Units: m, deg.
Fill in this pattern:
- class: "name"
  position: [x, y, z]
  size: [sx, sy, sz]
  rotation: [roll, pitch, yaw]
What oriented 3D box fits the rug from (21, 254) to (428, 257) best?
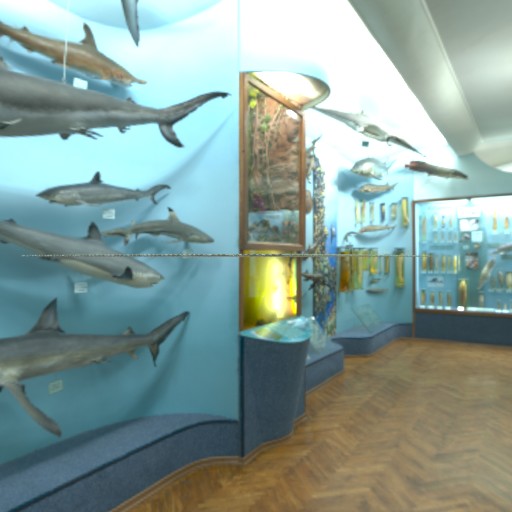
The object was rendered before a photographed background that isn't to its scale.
- class: "rug"
  position: [0.000, 0.000, 4.055]
  size: [2.444, 0.013, 3.043]
  rotation: [0, 0, 34]
